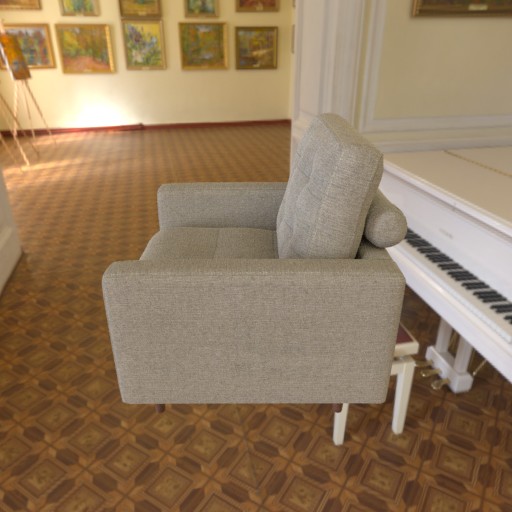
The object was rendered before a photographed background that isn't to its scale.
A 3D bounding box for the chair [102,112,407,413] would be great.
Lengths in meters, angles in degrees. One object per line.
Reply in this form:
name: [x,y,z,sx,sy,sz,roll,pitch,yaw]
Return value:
chair: [0.000,0.000,1.538,0.843,0.880,0.821,0,26,0]
